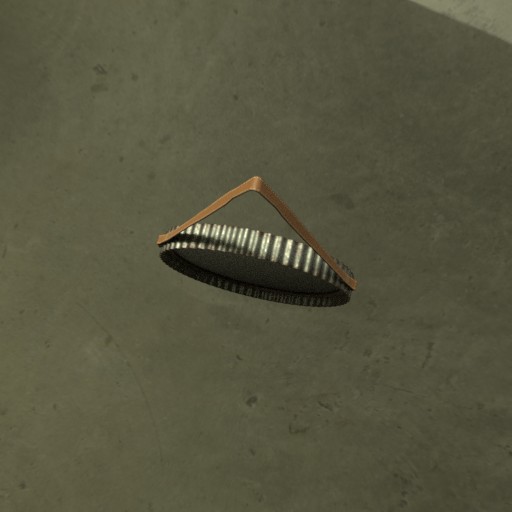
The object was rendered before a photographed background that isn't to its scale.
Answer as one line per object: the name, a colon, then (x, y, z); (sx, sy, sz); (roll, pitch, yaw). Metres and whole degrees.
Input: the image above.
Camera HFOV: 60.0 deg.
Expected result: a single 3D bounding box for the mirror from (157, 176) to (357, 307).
mirror: (0.000, 0.000, 0.722); (0.355, 0.568, 0.042); (12, 75, 3)
